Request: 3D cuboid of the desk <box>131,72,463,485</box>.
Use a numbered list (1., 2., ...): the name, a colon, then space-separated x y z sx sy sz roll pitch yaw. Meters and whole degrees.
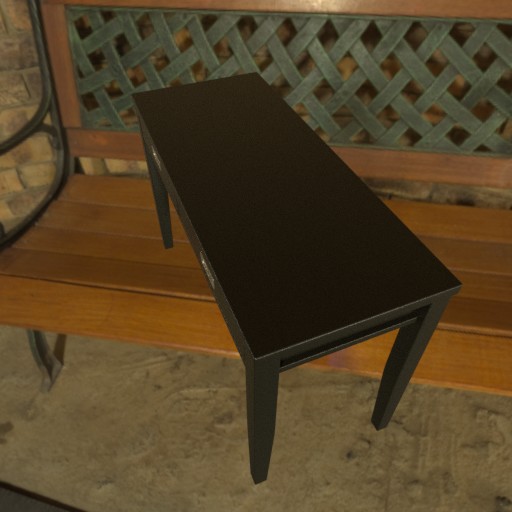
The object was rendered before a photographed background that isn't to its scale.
1. desk: 0.000 0.000 1.599 0.508 0.775 1.220 -16 48 -15
